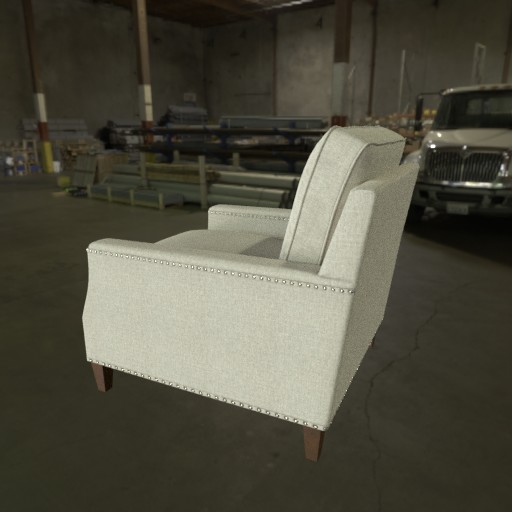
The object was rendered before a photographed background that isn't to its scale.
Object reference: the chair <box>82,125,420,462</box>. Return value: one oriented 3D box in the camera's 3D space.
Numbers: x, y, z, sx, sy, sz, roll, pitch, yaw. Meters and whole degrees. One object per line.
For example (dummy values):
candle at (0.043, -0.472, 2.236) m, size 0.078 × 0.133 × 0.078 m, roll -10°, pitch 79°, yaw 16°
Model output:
chair at (0.000, 0.000, 1.667) m, size 1.014 × 0.943 × 0.853 m, roll 8°, pitch 18°, yaw 25°
